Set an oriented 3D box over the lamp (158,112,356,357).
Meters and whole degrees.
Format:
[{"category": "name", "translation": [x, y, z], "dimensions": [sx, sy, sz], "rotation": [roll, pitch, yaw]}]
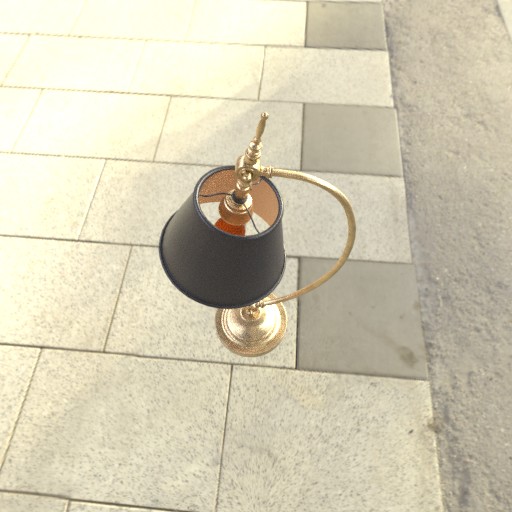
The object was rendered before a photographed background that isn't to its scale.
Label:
[{"category": "lamp", "translation": [0.000, 0.000, 0.823], "dimensions": [0.344, 0.675, 0.235], "rotation": [2, 59, 1]}]
